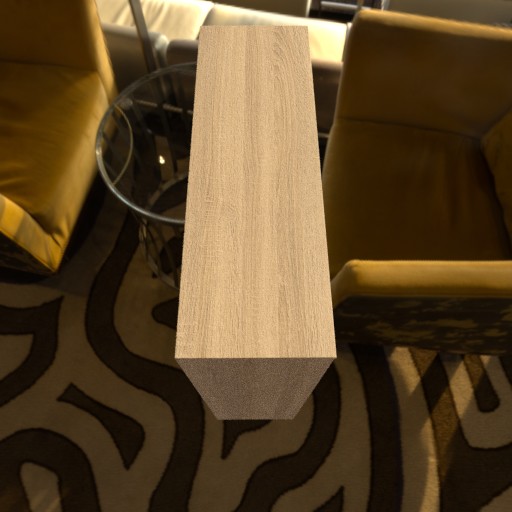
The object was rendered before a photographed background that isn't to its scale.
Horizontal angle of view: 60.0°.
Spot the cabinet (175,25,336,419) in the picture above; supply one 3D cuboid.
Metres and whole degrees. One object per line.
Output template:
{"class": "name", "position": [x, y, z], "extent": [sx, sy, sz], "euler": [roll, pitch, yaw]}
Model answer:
{"class": "cabinet", "position": [0.000, 0.000, 3.001], "extent": [0.620, 2.060, 1.870], "euler": [0, 64, 0]}
